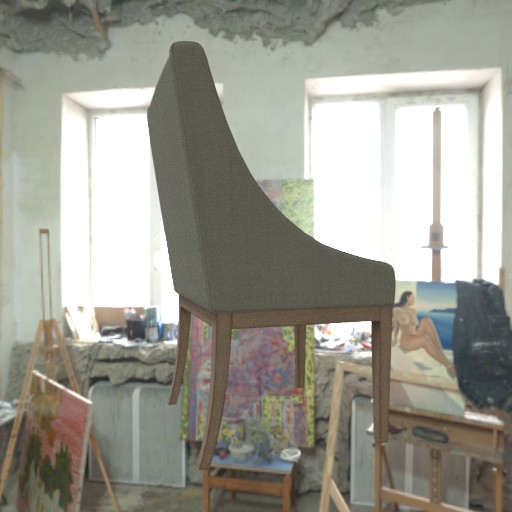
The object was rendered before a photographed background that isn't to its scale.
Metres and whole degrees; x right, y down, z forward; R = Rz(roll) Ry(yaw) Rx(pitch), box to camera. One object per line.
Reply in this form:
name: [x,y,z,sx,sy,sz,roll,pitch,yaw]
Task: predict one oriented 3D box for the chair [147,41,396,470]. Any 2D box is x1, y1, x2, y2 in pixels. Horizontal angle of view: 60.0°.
chair: [0.000,0.000,1.373,0.611,1.021,0.575,0,1,-20]
